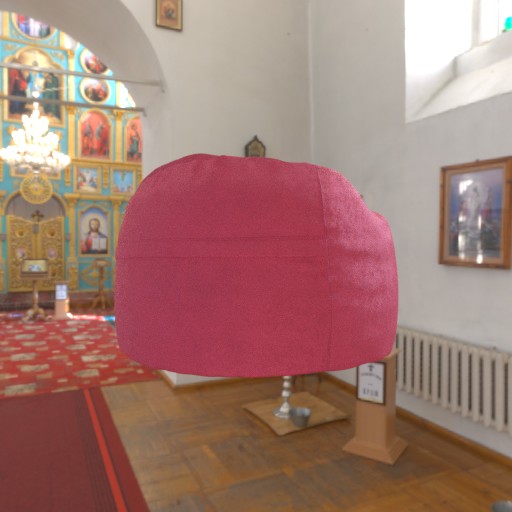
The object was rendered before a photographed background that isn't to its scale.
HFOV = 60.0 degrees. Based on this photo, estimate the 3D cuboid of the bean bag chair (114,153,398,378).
[{"bbox_3d":[0.000,0.000,1.991,1.218,0.788,1.218,0,0,0],"label":"bean bag chair"}]
